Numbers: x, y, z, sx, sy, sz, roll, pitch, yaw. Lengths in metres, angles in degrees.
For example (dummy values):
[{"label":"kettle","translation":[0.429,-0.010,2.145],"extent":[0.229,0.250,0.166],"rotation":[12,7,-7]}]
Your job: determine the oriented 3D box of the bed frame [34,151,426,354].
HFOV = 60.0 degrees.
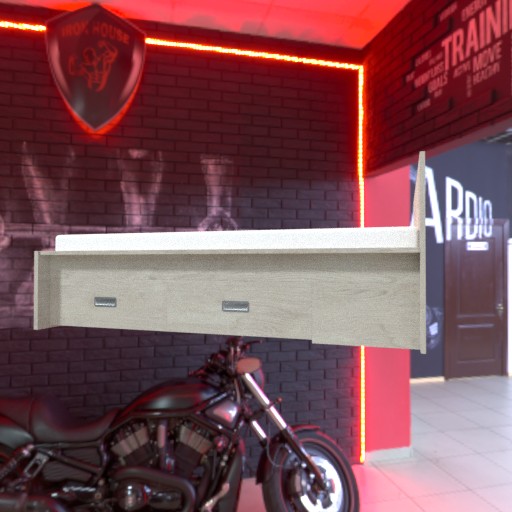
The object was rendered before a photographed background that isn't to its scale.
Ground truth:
[{"label":"bed frame","translation":[0.000,0.000,2.829],"extent":[1.960,0.800,1.622],"rotation":[0,-1,19]}]
